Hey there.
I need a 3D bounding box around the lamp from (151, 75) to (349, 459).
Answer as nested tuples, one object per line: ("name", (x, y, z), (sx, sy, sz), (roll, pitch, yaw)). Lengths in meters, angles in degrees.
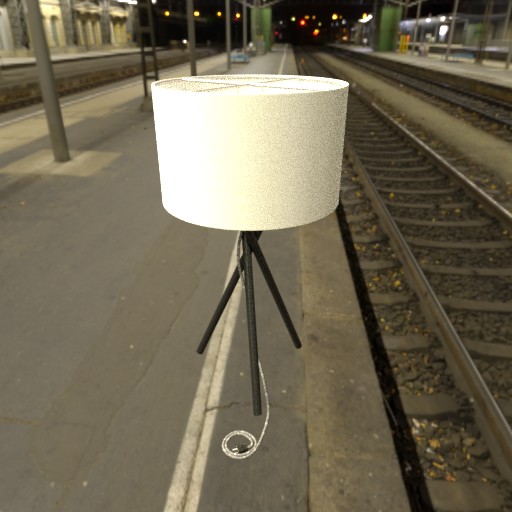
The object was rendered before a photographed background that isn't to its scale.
("lamp", (0.000, 0.000, 0.928), (0.353, 0.674, 0.422), (-8, 28, -16))
